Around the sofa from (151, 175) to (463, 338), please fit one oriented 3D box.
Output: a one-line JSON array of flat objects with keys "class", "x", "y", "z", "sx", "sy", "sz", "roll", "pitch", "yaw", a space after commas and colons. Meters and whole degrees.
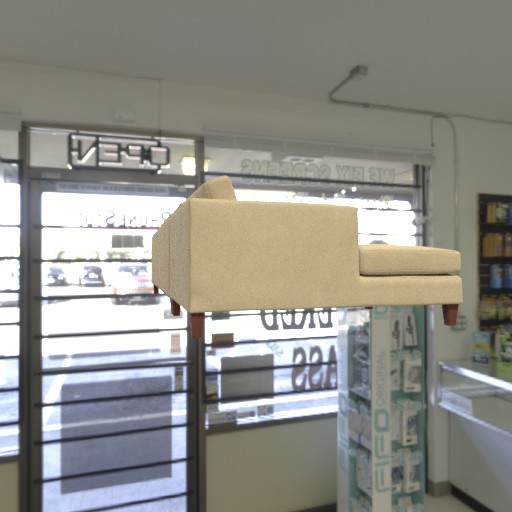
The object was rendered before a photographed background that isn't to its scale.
[{"class": "sofa", "x": 0.000, "y": 0.000, "z": 3.892, "sx": 1.625, "sy": 0.846, "sz": 3.186, "roll": 0, "pitch": -1, "yaw": -16}]
